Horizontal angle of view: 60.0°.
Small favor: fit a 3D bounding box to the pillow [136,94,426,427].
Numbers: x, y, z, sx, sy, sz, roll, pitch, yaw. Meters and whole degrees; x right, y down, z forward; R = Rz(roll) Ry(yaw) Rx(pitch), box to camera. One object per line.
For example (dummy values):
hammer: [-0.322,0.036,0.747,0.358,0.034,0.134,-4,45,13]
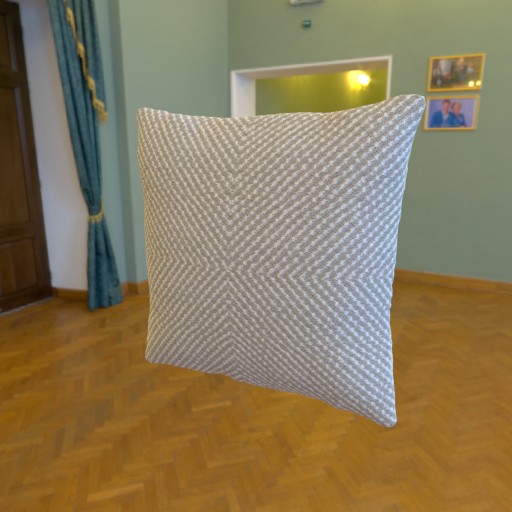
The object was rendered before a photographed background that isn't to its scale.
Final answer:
pillow: [0.000,0.000,0.690,0.459,0.458,0.181,7,16,26]
